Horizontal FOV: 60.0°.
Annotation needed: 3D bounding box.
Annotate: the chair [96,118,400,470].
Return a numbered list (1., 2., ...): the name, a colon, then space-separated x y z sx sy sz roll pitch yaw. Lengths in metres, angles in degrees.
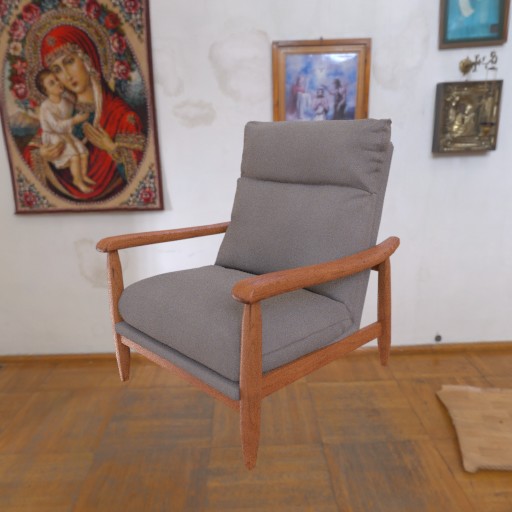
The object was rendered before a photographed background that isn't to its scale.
1. chair: 0.000 0.000 1.549 0.782 0.922 0.816 14 21 41
